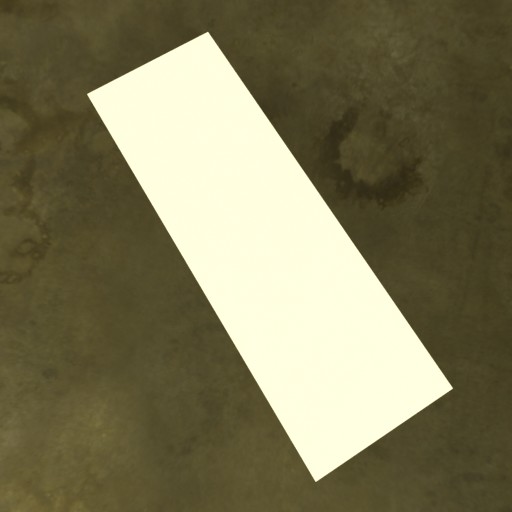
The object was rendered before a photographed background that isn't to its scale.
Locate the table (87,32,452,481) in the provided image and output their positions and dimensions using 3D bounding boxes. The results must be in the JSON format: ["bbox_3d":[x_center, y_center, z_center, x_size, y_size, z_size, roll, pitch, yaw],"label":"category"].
[{"bbox_3d":[0.000,0.000,1.852,0.508,0.769,1.500,-31,78,-7],"label":"table"}]
